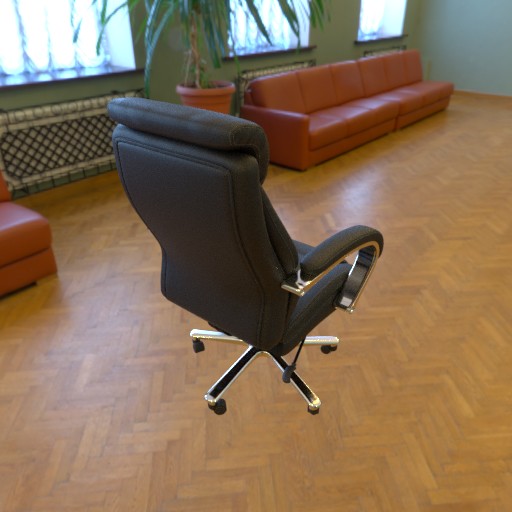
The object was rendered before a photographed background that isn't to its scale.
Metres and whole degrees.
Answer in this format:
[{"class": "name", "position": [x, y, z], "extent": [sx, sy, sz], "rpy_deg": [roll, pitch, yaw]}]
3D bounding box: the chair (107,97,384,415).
[{"class": "chair", "position": [0.000, 0.000, 1.650], "extent": [0.755, 1.183, 0.790], "rpy_deg": [22, 36, 33]}]
